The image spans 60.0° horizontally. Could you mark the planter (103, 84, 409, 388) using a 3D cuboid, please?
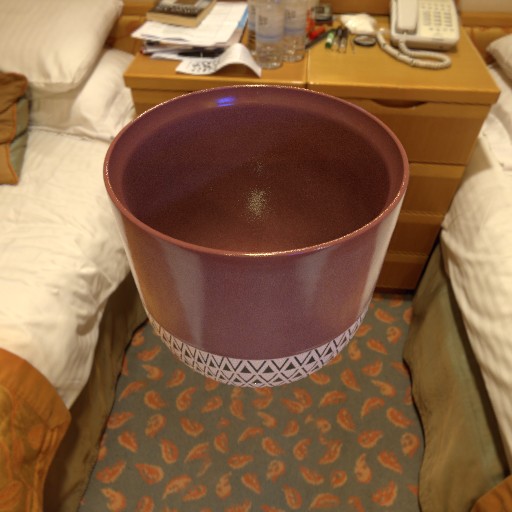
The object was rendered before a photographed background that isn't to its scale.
[{"bbox_3d":[0.000,0.000,0.490,0.266,0.270,0.266,0,45,0],"label":"planter"}]
